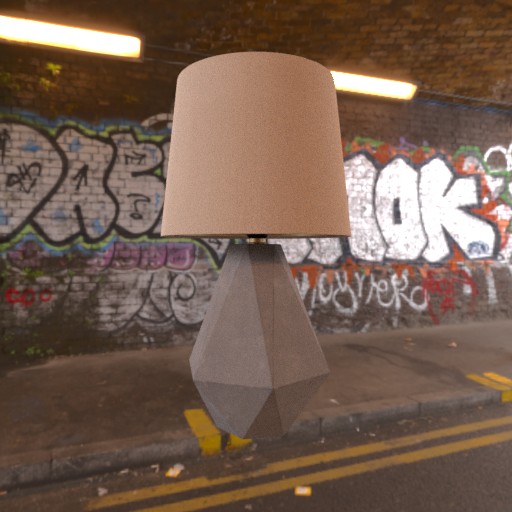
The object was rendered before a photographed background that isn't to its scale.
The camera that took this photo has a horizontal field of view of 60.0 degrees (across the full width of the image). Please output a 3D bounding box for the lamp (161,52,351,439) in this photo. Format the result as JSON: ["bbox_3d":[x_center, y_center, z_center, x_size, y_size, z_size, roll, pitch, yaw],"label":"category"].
[{"bbox_3d":[0.000,0.000,0.657,0.276,0.501,0.276,0,1,0],"label":"lamp"}]
